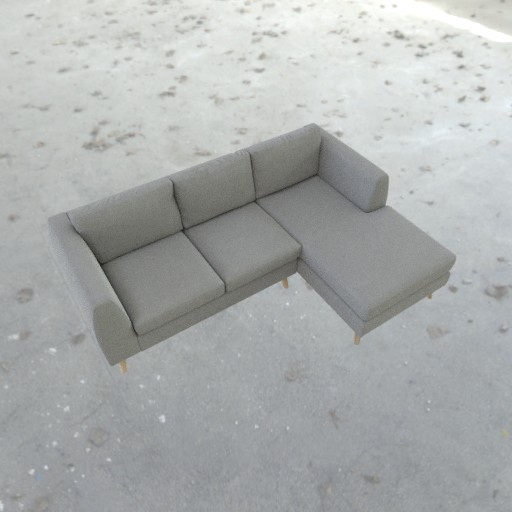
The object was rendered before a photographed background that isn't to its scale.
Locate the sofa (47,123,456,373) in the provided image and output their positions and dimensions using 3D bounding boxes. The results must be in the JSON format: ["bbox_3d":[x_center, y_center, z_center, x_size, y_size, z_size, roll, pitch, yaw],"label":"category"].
[{"bbox_3d":[0.000,0.000,3.053,2.300,0.860,1.580,-25,51,-22],"label":"sofa"}]
